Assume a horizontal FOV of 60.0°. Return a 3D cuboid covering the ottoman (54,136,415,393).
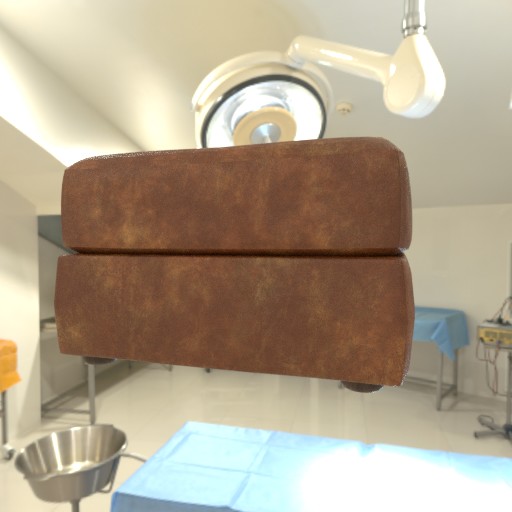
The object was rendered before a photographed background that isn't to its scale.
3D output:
[{"bbox_3d":[0.000,0.000,1.116,0.751,0.476,0.603,1,2,18],"label":"ottoman"}]
